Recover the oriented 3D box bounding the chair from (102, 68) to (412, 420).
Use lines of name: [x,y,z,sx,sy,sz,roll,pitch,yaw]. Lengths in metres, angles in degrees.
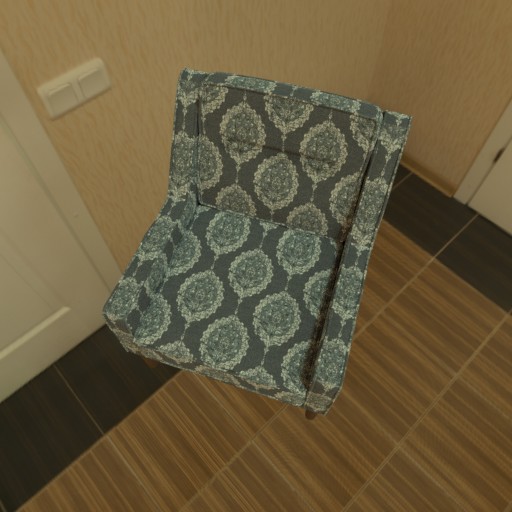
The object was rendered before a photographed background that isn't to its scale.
chair: [0.000,0.000,1.356,0.663,0.792,0.743,15,60,9]
